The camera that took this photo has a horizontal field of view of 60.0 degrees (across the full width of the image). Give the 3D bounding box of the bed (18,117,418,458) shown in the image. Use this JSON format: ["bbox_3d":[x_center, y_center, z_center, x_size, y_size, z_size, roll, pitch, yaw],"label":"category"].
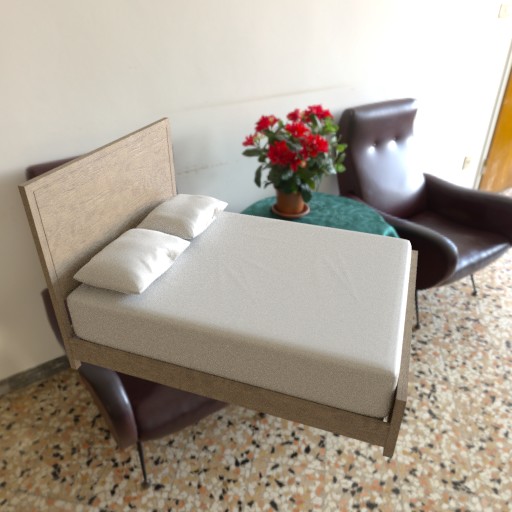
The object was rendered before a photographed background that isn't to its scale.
[{"bbox_3d":[0.000,0.000,3.107,2.189,1.369,1.606,10,32,16],"label":"bed"}]
